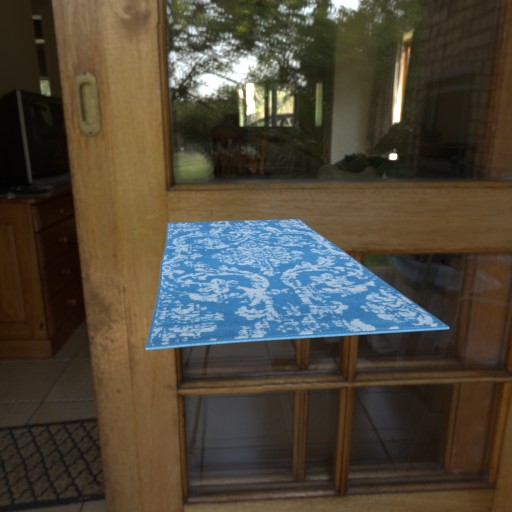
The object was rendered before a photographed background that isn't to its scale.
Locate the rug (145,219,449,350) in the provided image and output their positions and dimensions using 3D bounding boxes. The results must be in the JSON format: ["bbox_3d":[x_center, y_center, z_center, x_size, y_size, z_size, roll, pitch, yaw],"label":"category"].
[{"bbox_3d":[0.000,0.000,1.435,0.604,0.007,1.219,-2,15,-9],"label":"rug"}]
